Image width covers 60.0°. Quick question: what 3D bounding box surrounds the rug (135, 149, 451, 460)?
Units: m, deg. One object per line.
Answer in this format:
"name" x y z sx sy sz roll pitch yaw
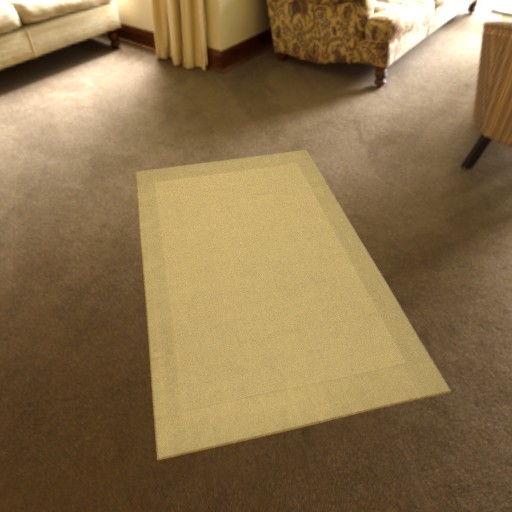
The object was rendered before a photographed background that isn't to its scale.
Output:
"rug" 0.000 0.000 3.037 1.524 0.014 2.438 -9 46 -9
